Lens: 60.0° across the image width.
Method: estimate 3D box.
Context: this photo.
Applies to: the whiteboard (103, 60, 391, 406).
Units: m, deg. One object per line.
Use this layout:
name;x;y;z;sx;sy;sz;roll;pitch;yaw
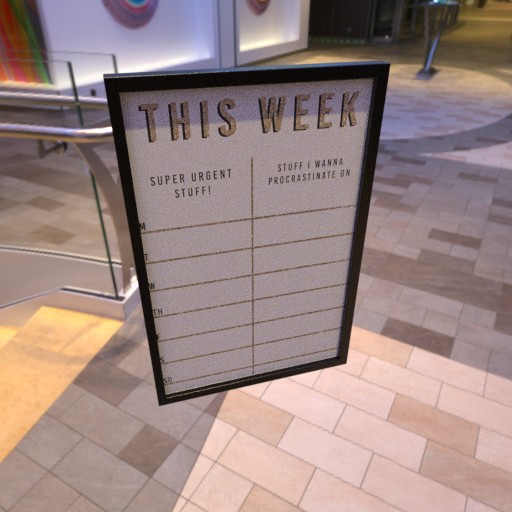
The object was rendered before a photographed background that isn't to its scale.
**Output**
whiteboard;0.000;0.000;0.772;0.406;0.611;0.026;-9;33;-14
